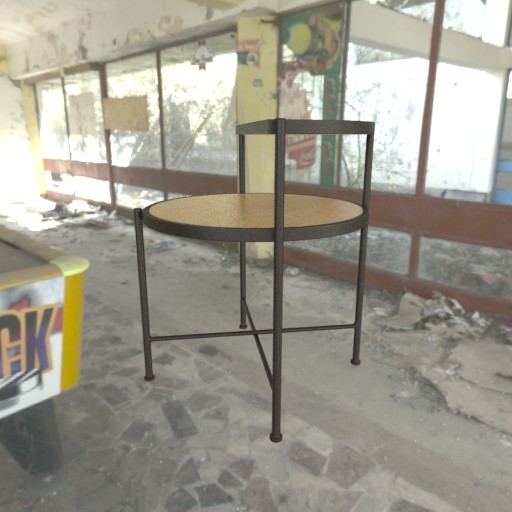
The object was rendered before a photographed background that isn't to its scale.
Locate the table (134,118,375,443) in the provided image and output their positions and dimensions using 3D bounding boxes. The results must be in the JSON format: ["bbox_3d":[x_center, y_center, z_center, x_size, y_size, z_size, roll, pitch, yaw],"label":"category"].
[{"bbox_3d":[0.000,0.000,1.187,0.628,0.684,0.629,-2,15,-8],"label":"table"}]
